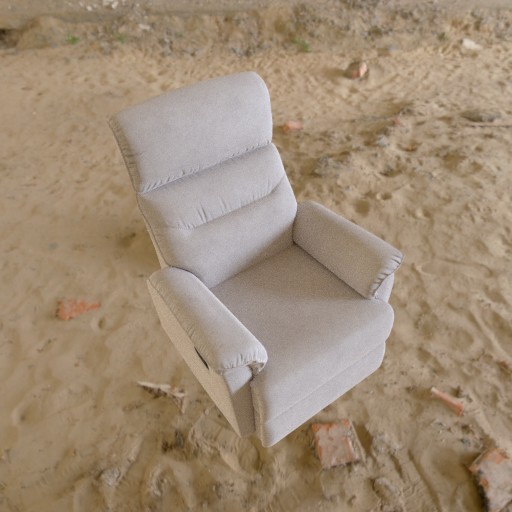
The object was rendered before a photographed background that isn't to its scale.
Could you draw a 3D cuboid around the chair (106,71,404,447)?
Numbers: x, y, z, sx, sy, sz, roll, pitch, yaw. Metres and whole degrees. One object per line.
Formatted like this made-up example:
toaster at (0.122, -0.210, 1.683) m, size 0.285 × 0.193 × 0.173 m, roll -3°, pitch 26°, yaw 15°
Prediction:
chair at (0.000, 0.000, 1.718) m, size 0.820 × 1.039 × 1.001 m, roll -27°, pitch 52°, yaw -23°
